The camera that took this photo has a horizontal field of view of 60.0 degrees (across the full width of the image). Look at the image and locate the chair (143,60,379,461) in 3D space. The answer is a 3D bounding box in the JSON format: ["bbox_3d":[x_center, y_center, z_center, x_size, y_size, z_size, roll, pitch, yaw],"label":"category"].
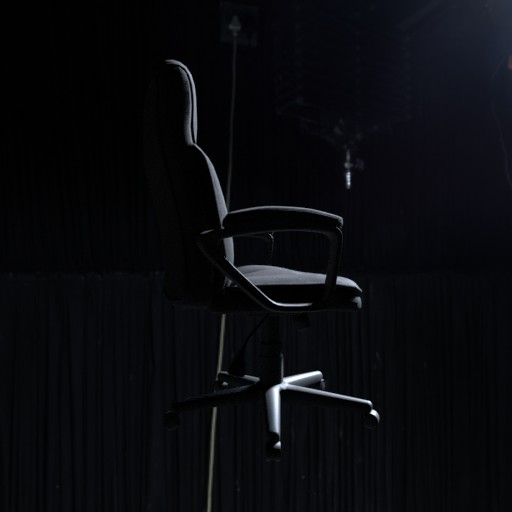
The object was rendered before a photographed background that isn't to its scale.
[{"bbox_3d":[0.000,0.000,1.506,0.724,1.105,0.667,0,1,-18],"label":"chair"}]
